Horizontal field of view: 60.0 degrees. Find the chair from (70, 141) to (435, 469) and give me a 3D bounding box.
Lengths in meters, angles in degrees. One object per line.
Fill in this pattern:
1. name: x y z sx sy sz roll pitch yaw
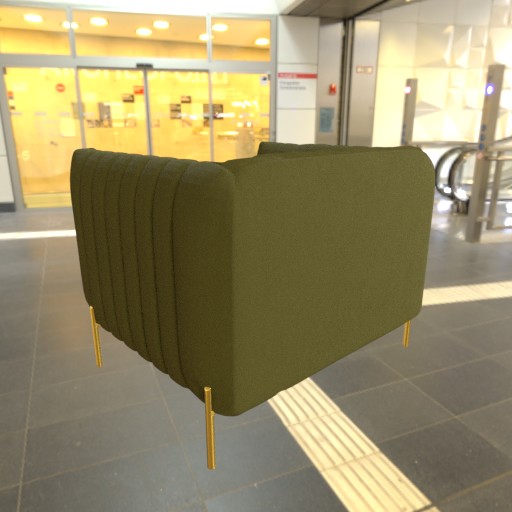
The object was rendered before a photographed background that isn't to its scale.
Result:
1. chair: 0.000 0.000 1.623 1.032 0.794 0.877 -15 22 -40
